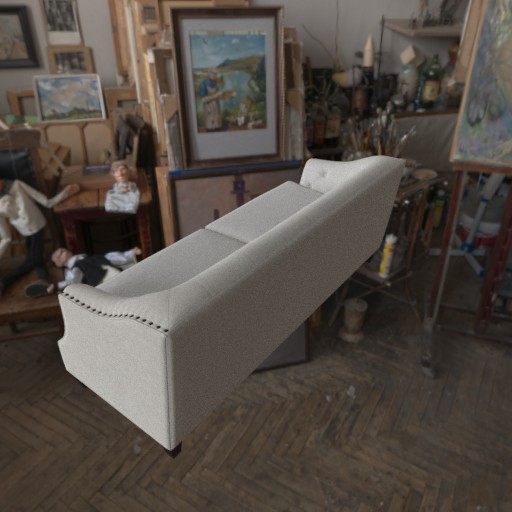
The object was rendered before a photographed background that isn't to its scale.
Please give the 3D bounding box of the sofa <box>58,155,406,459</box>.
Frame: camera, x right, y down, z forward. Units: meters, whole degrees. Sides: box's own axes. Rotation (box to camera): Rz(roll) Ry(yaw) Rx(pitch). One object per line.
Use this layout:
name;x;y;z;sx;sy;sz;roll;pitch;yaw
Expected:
sofa;0.000;0.000;2.733;0.914;0.901;2.235;22;38;31
